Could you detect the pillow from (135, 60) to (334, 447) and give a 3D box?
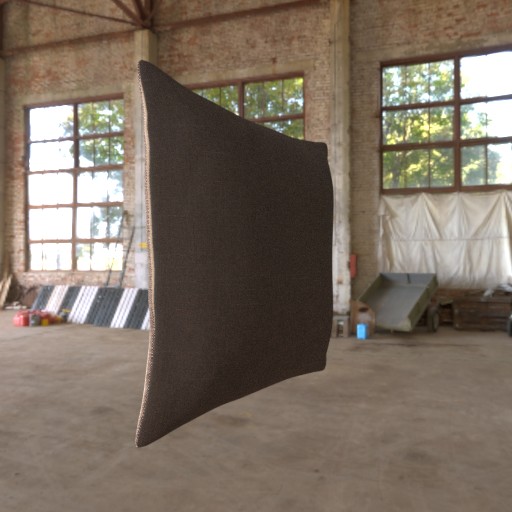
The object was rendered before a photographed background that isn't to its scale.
[{"bbox_3d":[0.000,0.000,0.784,0.166,0.506,0.523,0,-1,36],"label":"pillow"}]
